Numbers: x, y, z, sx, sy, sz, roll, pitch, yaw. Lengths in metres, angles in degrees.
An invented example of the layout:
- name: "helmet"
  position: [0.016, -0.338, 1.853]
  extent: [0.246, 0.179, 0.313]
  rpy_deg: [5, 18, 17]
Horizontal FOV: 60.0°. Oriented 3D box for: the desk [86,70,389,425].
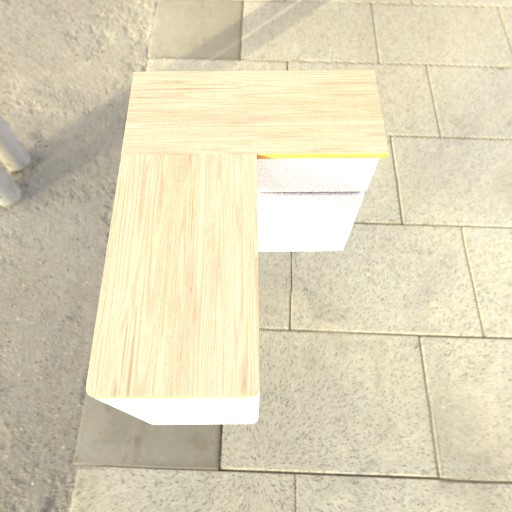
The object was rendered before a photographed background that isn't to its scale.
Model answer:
- name: "desk"
  position: [0.000, 0.000, 1.741]
  extent: [0.900, 0.760, 1.170]
  rpy_deg: [-1, 64, 0]
